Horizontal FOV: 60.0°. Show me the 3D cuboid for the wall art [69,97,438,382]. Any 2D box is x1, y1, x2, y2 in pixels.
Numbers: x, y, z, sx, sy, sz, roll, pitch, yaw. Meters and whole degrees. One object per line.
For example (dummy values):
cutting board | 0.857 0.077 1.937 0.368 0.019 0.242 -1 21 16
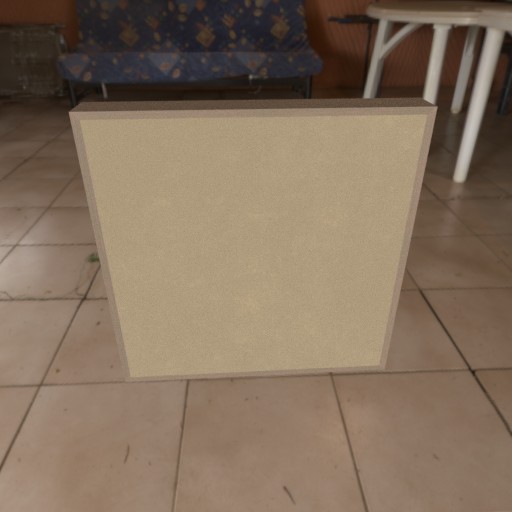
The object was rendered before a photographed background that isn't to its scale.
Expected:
wall art | 0.000 0.000 0.458 0.304 0.303 0.038 -2 31 -3
